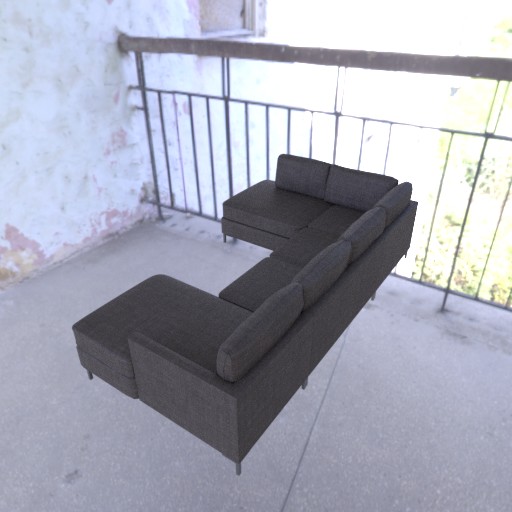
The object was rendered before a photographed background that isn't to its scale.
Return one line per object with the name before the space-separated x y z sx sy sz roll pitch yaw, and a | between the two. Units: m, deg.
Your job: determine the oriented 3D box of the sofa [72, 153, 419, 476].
sofa | 0.000 0.000 4.285 2.048 0.999 3.423 19 36 29
